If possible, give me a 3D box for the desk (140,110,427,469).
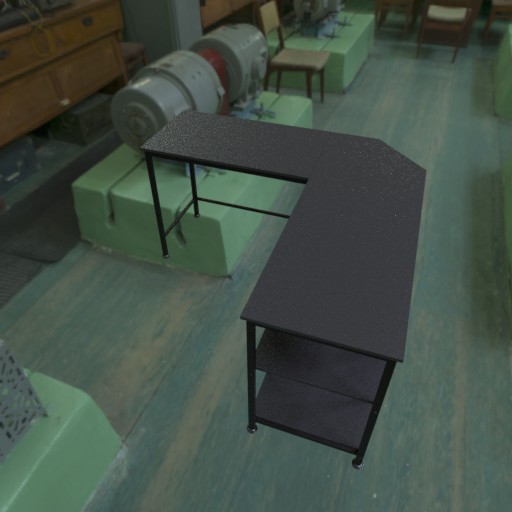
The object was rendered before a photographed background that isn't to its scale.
[{"bbox_3d":[0.000,0.000,2.171,1.379,0.739,1.379,13,43,15],"label":"desk"}]
